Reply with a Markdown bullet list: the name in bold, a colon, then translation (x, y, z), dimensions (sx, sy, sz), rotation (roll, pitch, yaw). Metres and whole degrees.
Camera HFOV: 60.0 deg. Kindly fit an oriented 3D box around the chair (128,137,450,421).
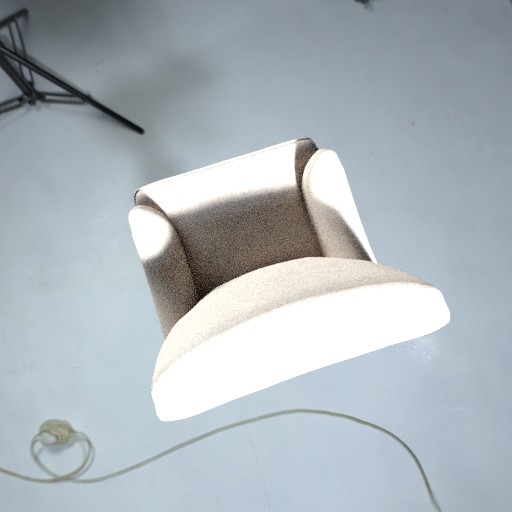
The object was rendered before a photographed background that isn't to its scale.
- **chair**: translation (0.000, 0.000, 1.816), dimensions (0.879, 1.119, 0.953), rotation (-18, 77, -4)
